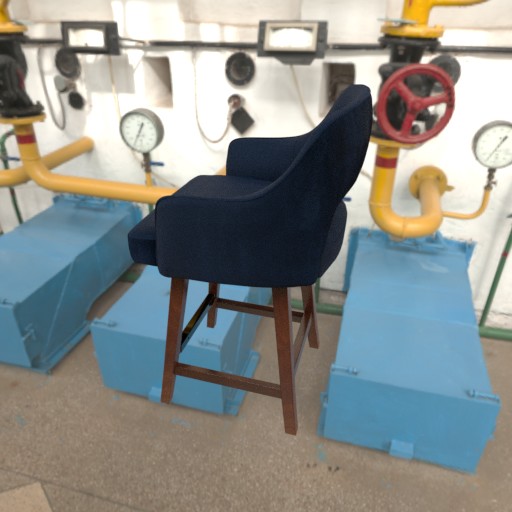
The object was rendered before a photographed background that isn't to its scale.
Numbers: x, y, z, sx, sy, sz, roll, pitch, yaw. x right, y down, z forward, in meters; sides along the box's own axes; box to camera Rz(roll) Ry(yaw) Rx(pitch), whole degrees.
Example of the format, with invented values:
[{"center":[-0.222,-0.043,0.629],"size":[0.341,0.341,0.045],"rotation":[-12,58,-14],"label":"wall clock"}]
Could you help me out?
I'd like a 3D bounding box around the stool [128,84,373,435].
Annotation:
[{"center":[0.000,0.000,1.298],"size":[0.560,0.940,0.550],"rotation":[8,31,14],"label":"stool"}]
